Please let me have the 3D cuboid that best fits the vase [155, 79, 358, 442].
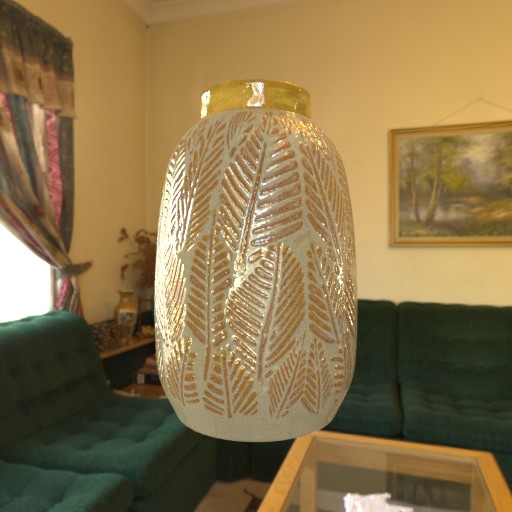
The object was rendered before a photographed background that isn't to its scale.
[{"bbox_3d":[0.000,0.000,0.384,0.172,0.270,0.172,0,1,0],"label":"vase"}]
